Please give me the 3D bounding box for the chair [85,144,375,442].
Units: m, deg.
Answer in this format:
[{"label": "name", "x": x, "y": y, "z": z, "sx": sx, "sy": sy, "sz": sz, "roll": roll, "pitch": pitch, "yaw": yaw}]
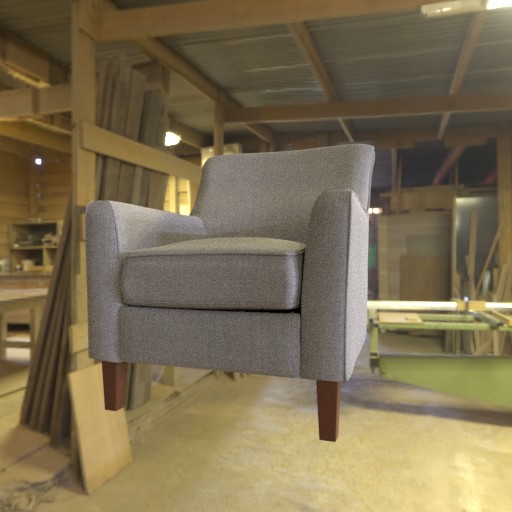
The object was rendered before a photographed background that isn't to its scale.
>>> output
[{"label": "chair", "x": 0.000, "y": 0.000, "z": 1.784, "sx": 0.887, "sy": 1.047, "sz": 0.993, "roll": 0, "pitch": 0, "yaw": 20}]
